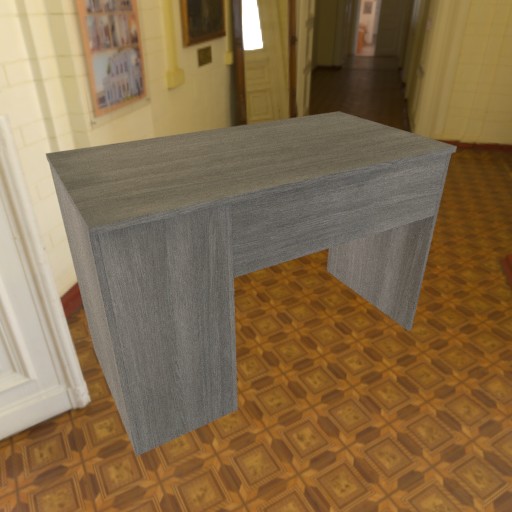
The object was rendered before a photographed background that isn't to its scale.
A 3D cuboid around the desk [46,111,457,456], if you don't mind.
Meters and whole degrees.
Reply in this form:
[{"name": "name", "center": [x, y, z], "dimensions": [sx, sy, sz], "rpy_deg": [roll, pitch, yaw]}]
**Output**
[{"name": "desk", "center": [0.000, 0.000, 1.510], "dimensions": [1.097, 0.735, 0.560], "rpy_deg": [-16, 34, -26]}]
